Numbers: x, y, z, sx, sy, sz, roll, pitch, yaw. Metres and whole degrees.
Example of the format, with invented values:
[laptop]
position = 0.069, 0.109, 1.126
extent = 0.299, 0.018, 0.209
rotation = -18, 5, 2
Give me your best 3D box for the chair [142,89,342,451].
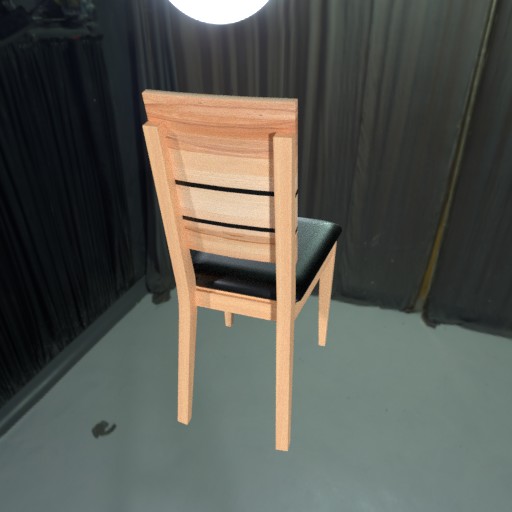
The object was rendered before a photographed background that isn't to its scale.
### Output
[chair]
position = 0.000, 0.000, 1.233
extent = 0.410, 0.940, 0.520
rotation = 9, 32, 15
